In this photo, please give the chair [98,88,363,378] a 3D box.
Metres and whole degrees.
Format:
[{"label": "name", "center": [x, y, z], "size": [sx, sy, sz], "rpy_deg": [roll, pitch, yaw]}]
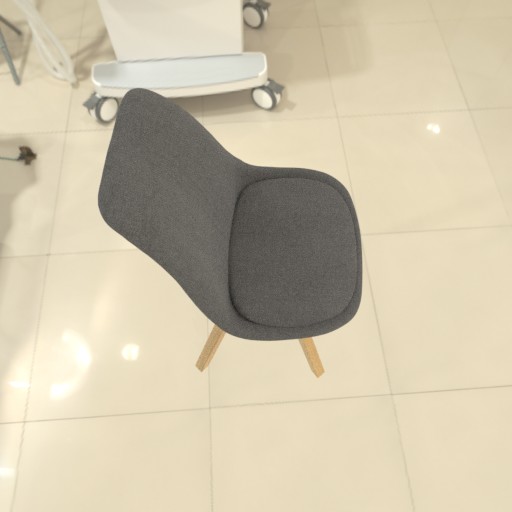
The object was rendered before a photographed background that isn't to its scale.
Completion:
[{"label": "chair", "center": [0.000, 0.000, 1.171], "size": [0.550, 0.850, 0.485], "rpy_deg": [3, 64, 1]}]
